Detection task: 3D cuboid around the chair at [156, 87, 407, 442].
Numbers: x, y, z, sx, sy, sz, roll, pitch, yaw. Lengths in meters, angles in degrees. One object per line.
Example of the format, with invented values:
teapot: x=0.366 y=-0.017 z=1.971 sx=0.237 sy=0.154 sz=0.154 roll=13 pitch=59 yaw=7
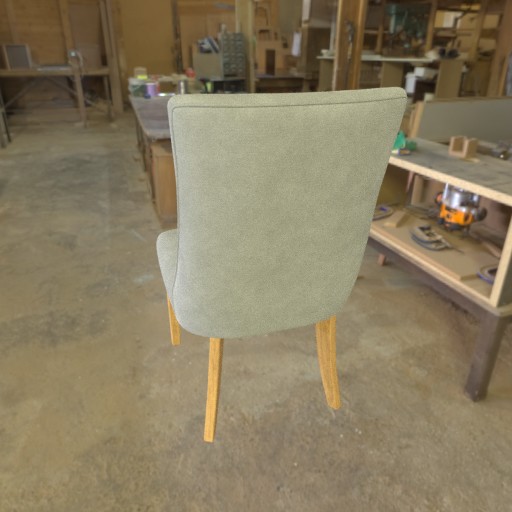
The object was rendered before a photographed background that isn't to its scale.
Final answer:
chair: x=0.000 y=0.000 z=1.217 sx=0.495 sy=0.902 sz=0.610 roll=-8 pitch=27 yaw=-16
